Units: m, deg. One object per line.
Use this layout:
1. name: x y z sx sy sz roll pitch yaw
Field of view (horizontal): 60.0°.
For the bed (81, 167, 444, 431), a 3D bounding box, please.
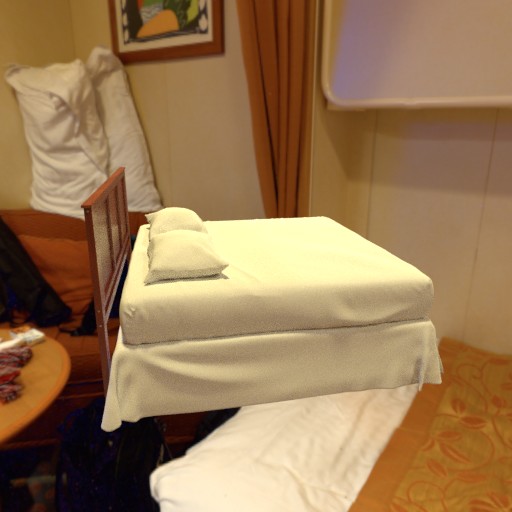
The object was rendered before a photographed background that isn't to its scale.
1. bed: 0.000 0.000 3.578 2.219 1.271 2.314 -3 17 -11
